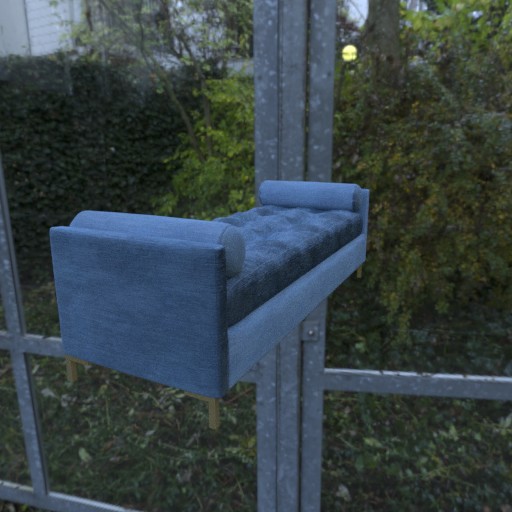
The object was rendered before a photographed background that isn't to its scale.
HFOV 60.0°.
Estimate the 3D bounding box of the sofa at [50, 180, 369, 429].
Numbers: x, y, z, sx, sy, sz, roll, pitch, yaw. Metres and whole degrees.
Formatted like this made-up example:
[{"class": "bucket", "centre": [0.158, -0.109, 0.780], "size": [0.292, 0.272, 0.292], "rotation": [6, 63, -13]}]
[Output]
[{"class": "sofa", "centre": [0.000, 0.000, 2.516], "size": [0.796, 0.705, 2.102], "rotation": [7, 16, 26]}]
